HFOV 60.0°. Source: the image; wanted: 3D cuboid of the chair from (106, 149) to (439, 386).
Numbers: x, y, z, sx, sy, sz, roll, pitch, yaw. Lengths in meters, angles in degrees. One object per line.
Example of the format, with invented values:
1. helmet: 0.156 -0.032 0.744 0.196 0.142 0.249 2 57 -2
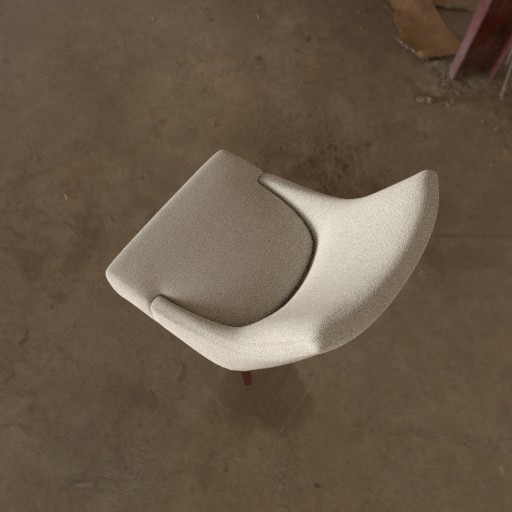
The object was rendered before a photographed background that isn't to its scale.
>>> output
1. chair: 0.000 0.000 1.492 0.861 0.909 0.701 33 69 15
